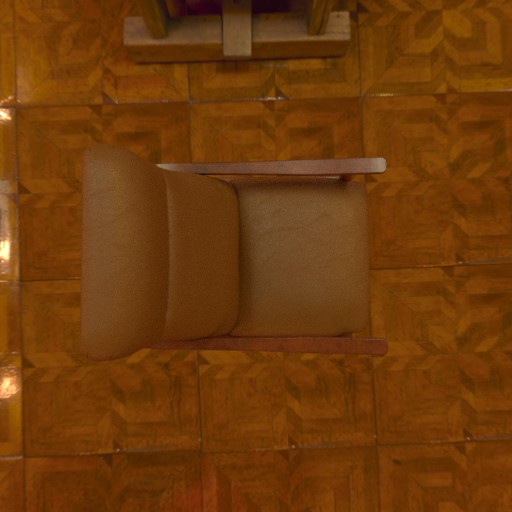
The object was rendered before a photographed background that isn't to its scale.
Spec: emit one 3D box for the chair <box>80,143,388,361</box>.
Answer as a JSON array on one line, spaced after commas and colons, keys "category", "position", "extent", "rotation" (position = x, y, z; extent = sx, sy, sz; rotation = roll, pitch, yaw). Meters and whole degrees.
[{"category": "chair", "position": [0.000, 0.000, 1.789], "extent": [1.014, 1.082, 0.762], "rotation": [0, 88, 0]}]
